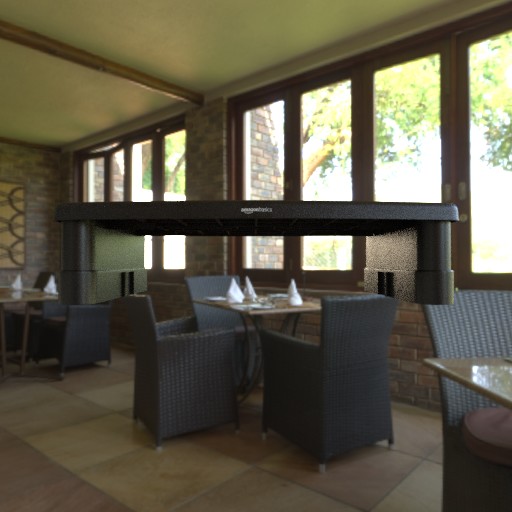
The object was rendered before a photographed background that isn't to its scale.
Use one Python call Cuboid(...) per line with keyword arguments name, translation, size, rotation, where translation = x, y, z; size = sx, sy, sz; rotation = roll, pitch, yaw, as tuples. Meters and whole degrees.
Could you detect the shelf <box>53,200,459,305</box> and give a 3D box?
Cuboid(name="shelf", translation=(0.000, 0.000, 0.544), size=(0.410, 0.100, 0.280), rotation=(0, -1, 0))
